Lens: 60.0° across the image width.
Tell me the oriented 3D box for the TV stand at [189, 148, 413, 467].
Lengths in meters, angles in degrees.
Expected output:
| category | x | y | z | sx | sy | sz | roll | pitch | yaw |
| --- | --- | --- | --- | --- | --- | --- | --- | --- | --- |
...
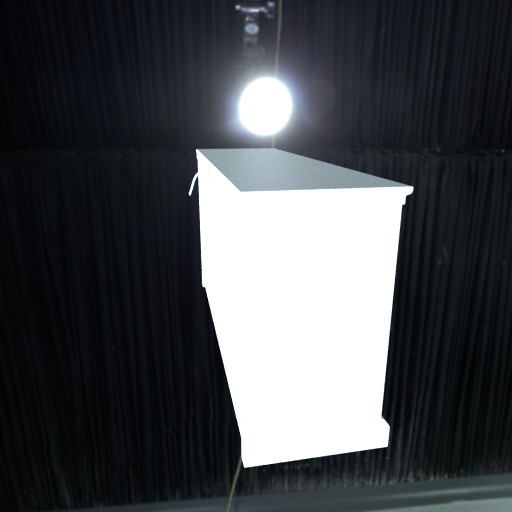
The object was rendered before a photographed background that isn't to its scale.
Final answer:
| category | x | y | z | sx | sy | sz | roll | pitch | yaw |
| --- | --- | --- | --- | --- | --- | --- | --- | --- | --- |
| TV stand | 0.000 | 0.000 | 1.482 | 0.424 | 0.624 | 1.187 | -3 | 18 | -11 |
